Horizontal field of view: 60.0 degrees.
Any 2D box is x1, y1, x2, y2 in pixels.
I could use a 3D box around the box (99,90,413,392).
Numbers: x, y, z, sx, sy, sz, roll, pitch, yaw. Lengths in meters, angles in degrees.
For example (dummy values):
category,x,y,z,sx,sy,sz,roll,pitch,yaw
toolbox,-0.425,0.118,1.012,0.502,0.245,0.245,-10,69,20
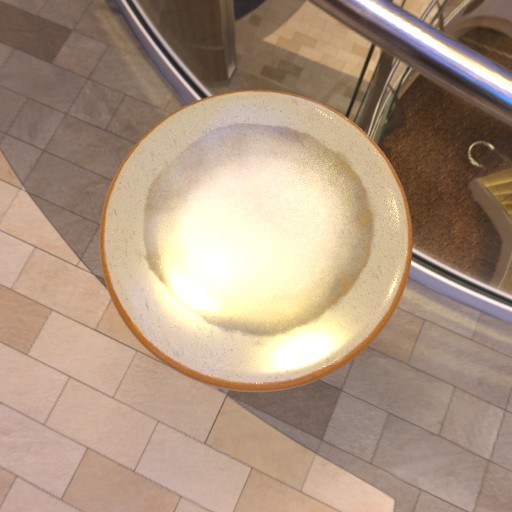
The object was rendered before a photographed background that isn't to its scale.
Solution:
category,x,y,z,sx,sy,sz,roll,pitch,yaw
box,0.000,0.000,0.218,0.123,0.100,0.123,0,76,0
